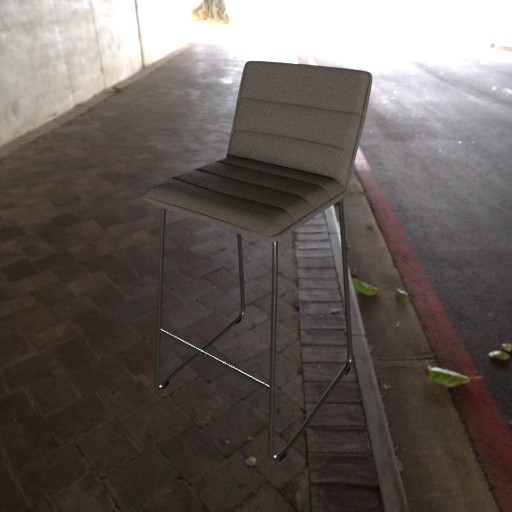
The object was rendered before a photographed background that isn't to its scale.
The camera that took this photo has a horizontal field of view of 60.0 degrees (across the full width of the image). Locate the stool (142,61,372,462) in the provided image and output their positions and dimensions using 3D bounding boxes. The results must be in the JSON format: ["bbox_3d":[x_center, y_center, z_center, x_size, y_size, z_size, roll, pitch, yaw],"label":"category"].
[{"bbox_3d":[0.000,0.000,1.255,0.490,0.960,0.490,20,36,30],"label":"stool"}]
